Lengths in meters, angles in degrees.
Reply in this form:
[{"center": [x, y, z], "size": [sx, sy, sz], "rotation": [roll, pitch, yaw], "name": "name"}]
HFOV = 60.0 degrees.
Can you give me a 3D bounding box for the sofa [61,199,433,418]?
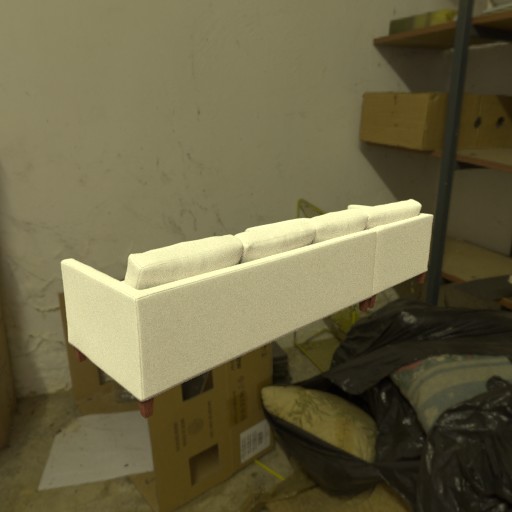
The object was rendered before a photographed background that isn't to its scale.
[{"center": [0.000, 0.000, 3.788], "size": [3.186, 0.846, 1.625], "rotation": [-15, 21, -42], "name": "sofa"}]
